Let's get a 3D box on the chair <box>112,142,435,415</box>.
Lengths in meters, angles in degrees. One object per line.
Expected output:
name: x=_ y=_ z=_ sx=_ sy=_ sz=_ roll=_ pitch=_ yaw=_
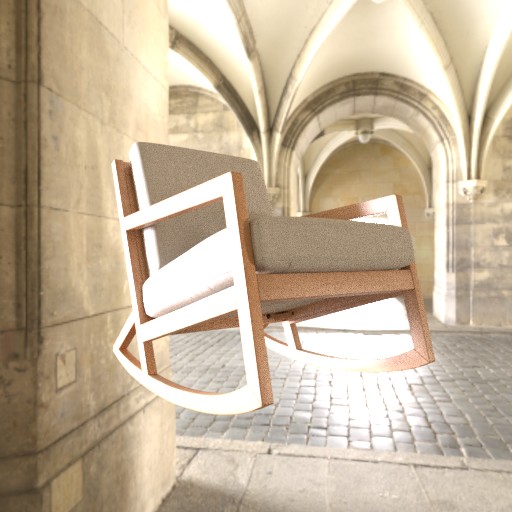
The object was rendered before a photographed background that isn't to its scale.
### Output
chair: x=0.000 y=0.000 z=1.403 sx=0.622 sy=0.790 sz=0.857 roll=0 pitch=0 yaw=-37
